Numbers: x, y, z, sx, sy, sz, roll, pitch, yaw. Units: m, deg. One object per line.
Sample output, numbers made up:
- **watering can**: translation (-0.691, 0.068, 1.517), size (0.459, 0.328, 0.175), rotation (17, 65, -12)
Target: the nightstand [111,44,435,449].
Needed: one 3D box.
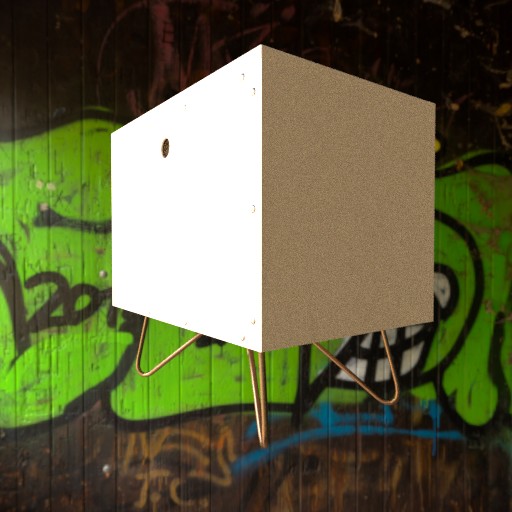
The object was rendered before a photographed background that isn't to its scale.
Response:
- **nightstand**: translation (0.000, 0.000, 0.998), size (0.447, 0.604, 0.614), rotation (-1, 2, -37)
